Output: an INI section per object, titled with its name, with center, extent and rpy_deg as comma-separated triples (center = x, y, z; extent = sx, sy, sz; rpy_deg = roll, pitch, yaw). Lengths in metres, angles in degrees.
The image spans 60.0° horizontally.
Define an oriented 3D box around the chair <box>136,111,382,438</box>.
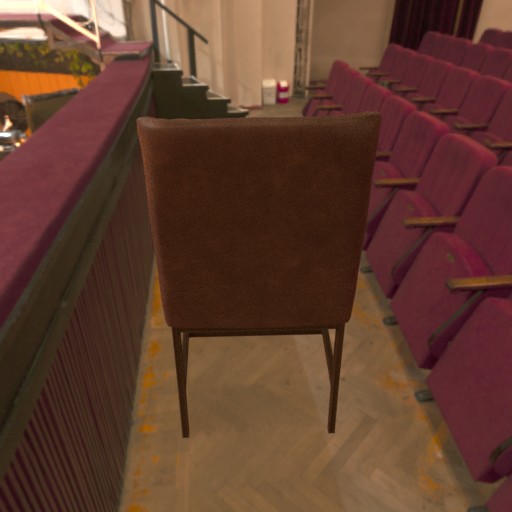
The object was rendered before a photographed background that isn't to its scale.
[chair]
center = 0.000, 0.000, 1.223
extent = 0.508, 0.889, 0.587
rpy_deg = -1, 31, -2
